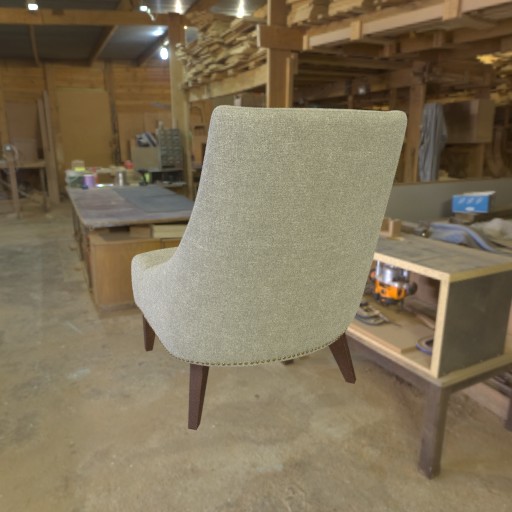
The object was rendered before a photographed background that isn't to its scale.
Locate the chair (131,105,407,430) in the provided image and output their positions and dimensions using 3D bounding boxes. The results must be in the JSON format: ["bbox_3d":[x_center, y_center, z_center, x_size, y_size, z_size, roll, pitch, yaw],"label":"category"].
[{"bbox_3d":[0.000,0.000,1.488,0.701,0.909,0.861,-7,17,-25],"label":"chair"}]
